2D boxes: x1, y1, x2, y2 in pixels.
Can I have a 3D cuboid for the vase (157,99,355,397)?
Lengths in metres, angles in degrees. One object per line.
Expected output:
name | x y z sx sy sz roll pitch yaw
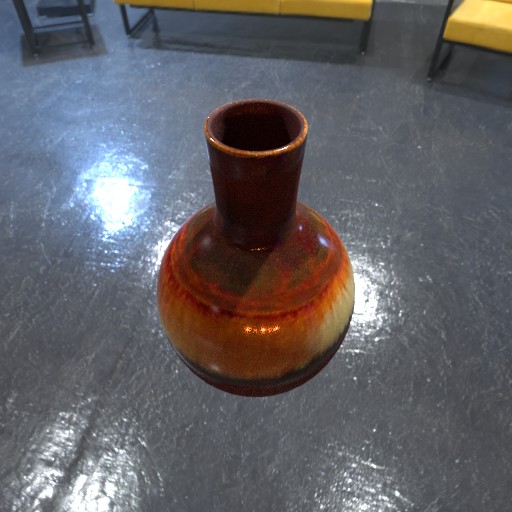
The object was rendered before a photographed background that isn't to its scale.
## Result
vase | 0.000 0.000 0.231 0.111 0.154 0.111 0 48 0
